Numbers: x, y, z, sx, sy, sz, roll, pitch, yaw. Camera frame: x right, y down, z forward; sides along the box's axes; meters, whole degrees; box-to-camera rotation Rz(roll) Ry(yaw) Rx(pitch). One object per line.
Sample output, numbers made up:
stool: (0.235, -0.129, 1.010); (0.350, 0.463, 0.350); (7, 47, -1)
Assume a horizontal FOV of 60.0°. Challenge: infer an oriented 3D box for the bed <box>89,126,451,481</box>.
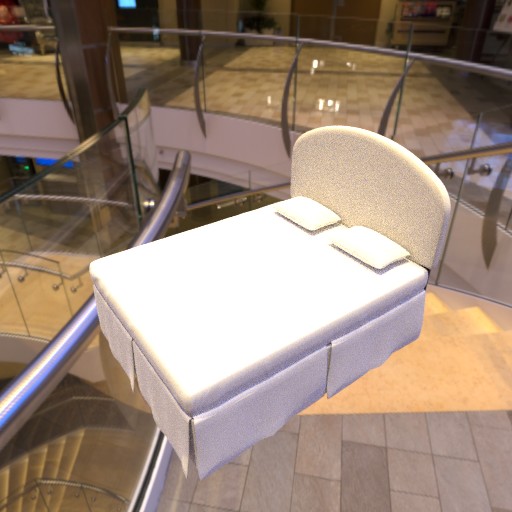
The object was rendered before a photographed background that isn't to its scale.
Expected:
bed: (0.000, 0.000, 3.059); (2.005, 1.410, 1.607); (-21, 37, -30)
